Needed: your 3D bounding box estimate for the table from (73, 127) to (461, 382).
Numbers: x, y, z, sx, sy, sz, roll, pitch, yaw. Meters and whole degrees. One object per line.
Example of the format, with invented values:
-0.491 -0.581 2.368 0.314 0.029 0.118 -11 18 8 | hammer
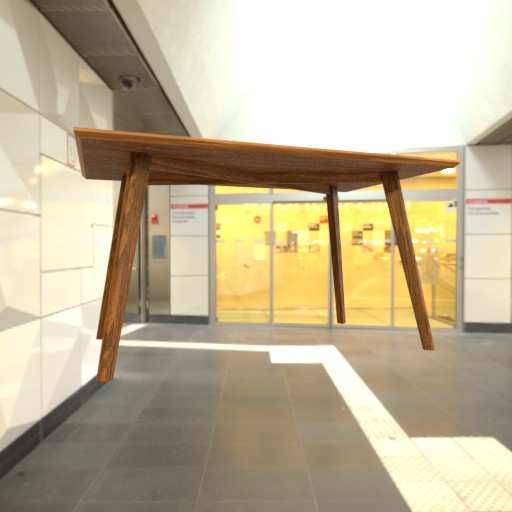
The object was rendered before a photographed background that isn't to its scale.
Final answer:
0.000 0.000 1.821 1.349 0.724 0.801 0 1 -20 | table
